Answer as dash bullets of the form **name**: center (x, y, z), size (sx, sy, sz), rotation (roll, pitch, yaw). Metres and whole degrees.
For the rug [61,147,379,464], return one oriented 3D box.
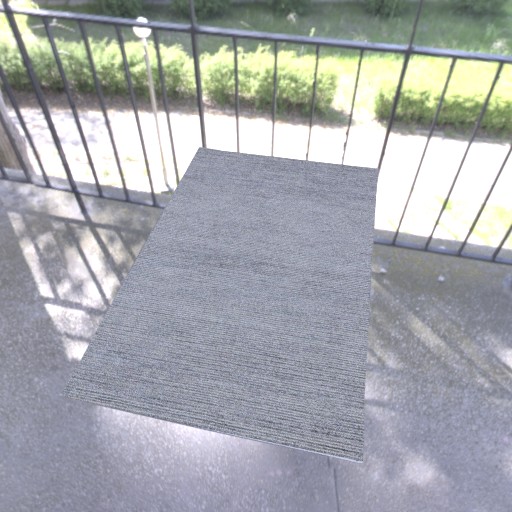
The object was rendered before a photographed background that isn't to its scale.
- **rug**: center (0.000, 0.000, 2.223), size (1.159, 0.021, 1.789), rotation (9, 47, 9)
